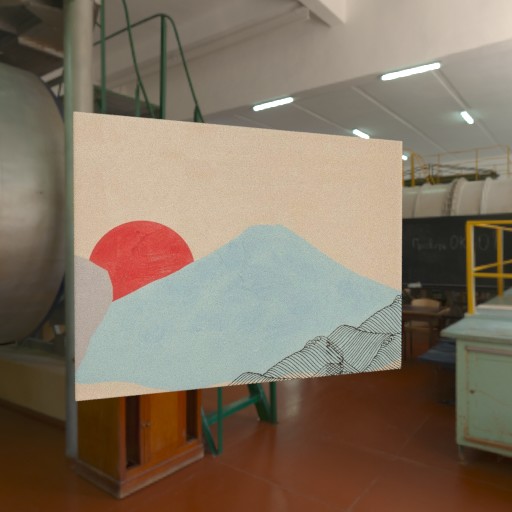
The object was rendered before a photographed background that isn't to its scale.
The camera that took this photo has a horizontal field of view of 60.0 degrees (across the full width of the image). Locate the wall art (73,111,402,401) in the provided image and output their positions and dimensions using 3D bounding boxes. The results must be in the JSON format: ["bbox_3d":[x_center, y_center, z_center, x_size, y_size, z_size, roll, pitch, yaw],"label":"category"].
[{"bbox_3d":[0.000,0.000,1.607,1.219,0.912,0.042,0,1,-18],"label":"wall art"}]
